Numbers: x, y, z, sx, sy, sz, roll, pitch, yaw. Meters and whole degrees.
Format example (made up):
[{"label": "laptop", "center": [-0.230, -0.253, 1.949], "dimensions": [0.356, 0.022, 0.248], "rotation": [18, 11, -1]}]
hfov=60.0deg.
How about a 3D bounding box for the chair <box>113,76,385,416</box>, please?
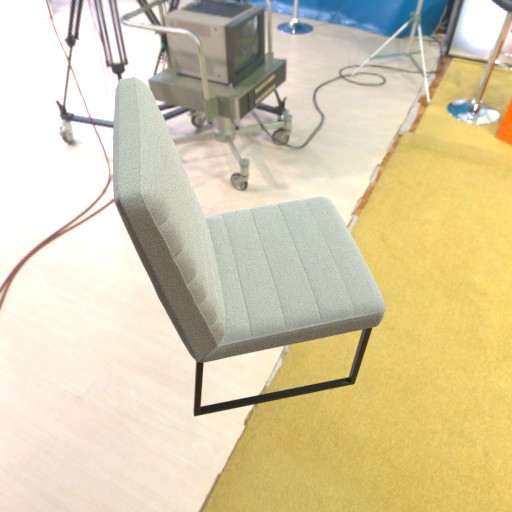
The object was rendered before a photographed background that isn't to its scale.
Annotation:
[{"label": "chair", "center": [0.000, 0.000, 1.314], "dimensions": [0.634, 0.930, 0.520], "rotation": [-9, 46, -8]}]
